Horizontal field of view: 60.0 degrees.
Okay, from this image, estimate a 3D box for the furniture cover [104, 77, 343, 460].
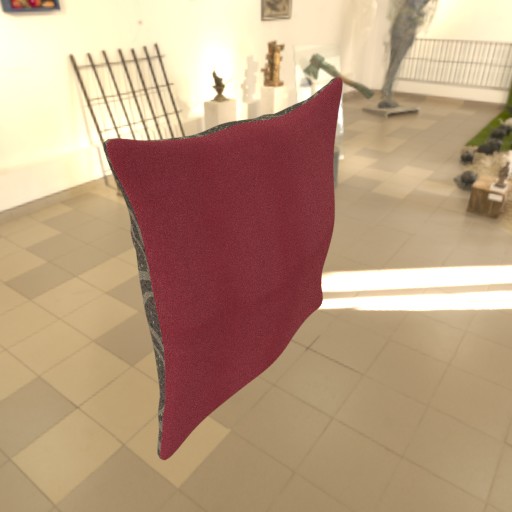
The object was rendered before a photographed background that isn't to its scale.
[{"bbox_3d":[0.000,0.000,0.752,0.163,0.513,0.514,20,36,30],"label":"furniture cover"}]
